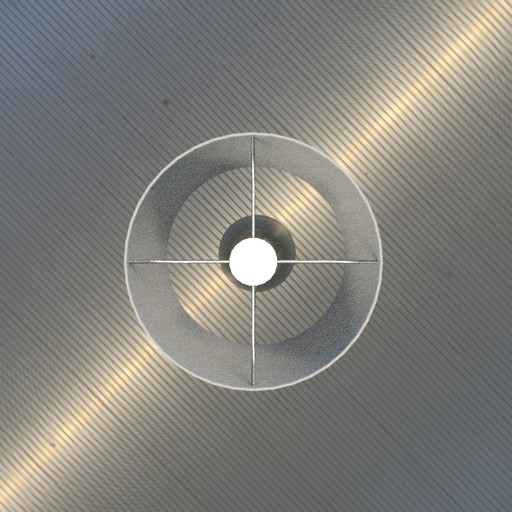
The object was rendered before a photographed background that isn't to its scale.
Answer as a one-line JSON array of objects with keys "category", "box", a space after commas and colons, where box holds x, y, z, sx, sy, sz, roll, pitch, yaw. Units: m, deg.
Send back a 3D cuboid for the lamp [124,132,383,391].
[{"category": "lamp", "box": [0.000, 0.000, 0.464, 0.186, 0.369, 0.186, 0, 91, 1]}]
